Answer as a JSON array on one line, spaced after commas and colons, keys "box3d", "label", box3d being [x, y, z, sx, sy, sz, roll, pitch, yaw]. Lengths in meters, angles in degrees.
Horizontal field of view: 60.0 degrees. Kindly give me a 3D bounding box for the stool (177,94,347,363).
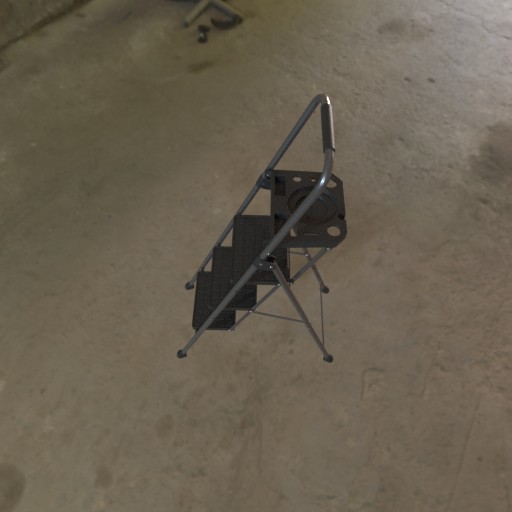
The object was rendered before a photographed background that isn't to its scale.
[{"box3d": [0.000, 0.000, 1.610, 0.733, 1.277, 0.396, 1, 60, 1], "label": "stool"}]
